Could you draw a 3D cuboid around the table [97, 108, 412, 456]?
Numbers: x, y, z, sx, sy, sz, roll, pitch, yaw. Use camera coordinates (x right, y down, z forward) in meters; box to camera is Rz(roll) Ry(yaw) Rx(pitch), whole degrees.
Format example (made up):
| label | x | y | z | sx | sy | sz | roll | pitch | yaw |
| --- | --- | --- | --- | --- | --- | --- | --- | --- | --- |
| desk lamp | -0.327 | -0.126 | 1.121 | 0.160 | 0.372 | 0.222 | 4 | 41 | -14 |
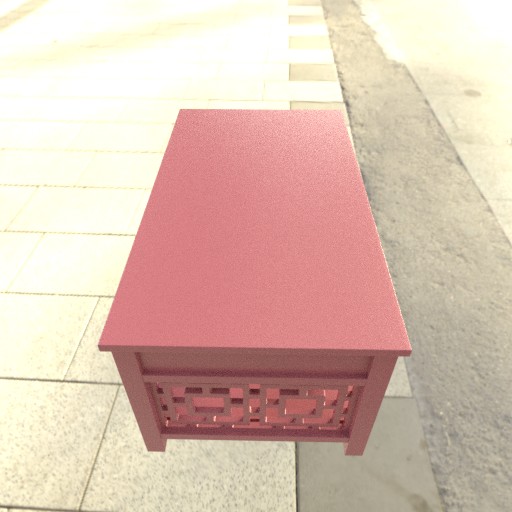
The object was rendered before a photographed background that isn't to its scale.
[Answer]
| label | x | y | z | sx | sy | sz | roll | pitch | yaw |
| --- | --- | --- | --- | --- | --- | --- | --- | --- | --- |
| table | 0.000 | 0.000 | 1.403 | 0.612 | 0.493 | 1.068 | 1 | 42 | 1 |
